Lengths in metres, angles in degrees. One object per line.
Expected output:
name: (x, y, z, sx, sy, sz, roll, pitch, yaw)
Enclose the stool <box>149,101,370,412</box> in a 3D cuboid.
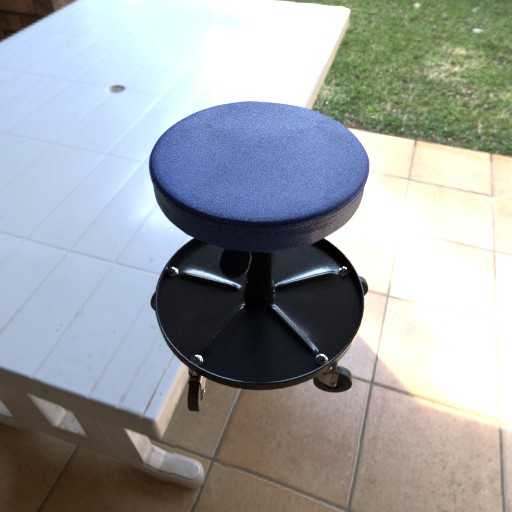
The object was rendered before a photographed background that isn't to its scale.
stool: (0.000, 0.000, 0.676, 0.381, 0.365, 0.382, 10, 47, 9)
